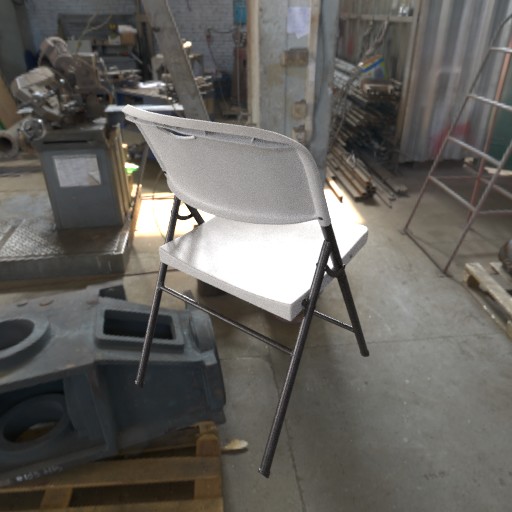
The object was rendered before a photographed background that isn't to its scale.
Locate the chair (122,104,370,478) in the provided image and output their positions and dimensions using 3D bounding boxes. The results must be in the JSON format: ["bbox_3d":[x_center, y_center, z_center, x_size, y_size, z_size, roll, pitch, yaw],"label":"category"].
[{"bbox_3d":[0.000,0.000,1.167,0.494,0.810,0.566,21,36,33],"label":"chair"}]
